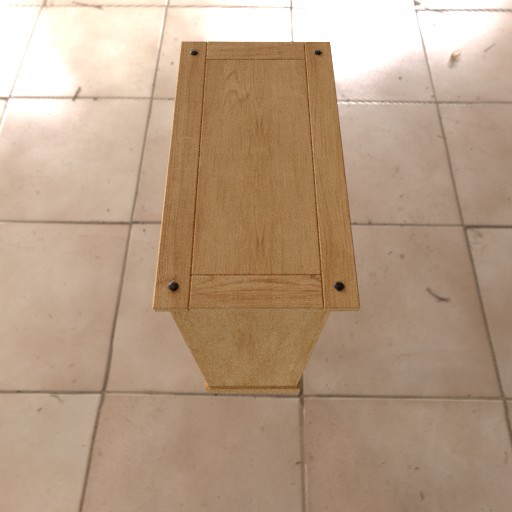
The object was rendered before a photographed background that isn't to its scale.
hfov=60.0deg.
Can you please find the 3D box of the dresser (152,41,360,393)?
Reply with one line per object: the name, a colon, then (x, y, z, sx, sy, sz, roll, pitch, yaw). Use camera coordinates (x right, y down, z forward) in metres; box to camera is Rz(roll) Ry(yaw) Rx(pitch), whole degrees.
dresser: (0.000, 0.000, 1.812, 0.485, 1.300, 0.915, 0, 64, 0)
